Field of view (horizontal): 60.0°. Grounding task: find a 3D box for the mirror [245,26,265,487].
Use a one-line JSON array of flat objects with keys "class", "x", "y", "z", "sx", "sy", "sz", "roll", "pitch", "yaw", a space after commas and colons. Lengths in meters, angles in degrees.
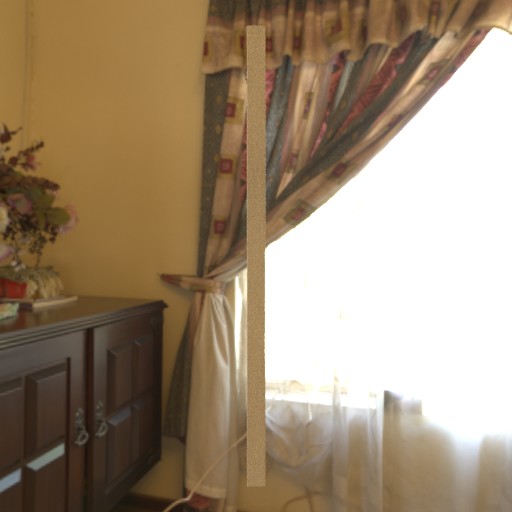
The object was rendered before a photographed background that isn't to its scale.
[{"class": "mirror", "x": 0.000, "y": 0.000, "z": 1.184, "sx": 0.041, "sy": 0.915, "sz": 0.609, "roll": 0, "pitch": 0, "yaw": 0}]
